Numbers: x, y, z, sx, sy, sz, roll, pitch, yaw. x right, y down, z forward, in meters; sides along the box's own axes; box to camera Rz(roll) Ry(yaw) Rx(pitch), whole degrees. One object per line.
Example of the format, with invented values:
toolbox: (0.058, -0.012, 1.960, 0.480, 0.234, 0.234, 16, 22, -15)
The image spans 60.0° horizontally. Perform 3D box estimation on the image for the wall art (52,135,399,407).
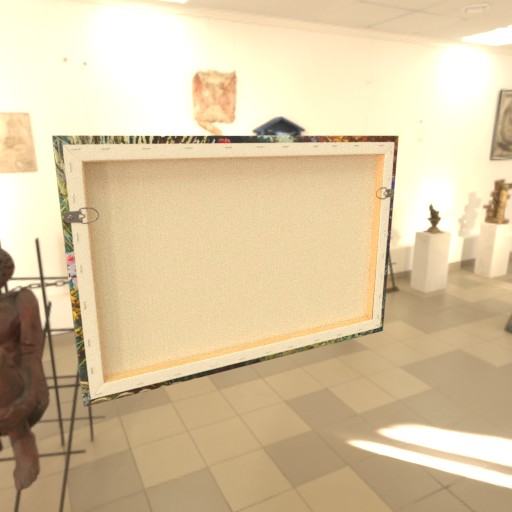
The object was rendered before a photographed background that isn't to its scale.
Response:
wall art: (0.000, 0.000, 1.449, 1.136, 0.760, 0.042, -8, 17, -26)
